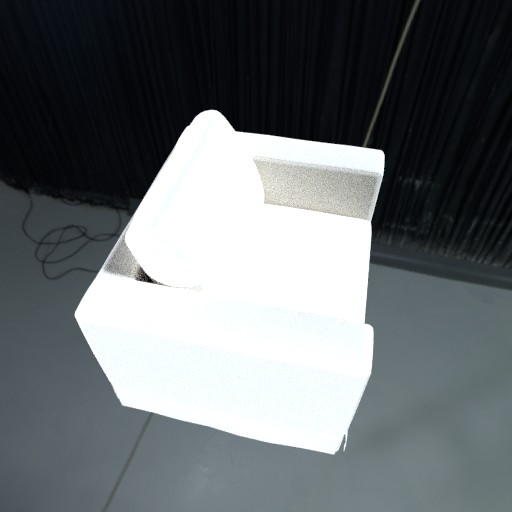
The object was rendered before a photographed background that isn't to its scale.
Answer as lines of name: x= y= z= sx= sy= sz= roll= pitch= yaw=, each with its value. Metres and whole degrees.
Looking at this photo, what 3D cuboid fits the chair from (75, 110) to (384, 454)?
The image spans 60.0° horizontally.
chair: x=0.000 y=0.000 z=1.833 sx=0.957 sy=0.878 sz=1.150 roll=10 pitch=49 yaw=9
